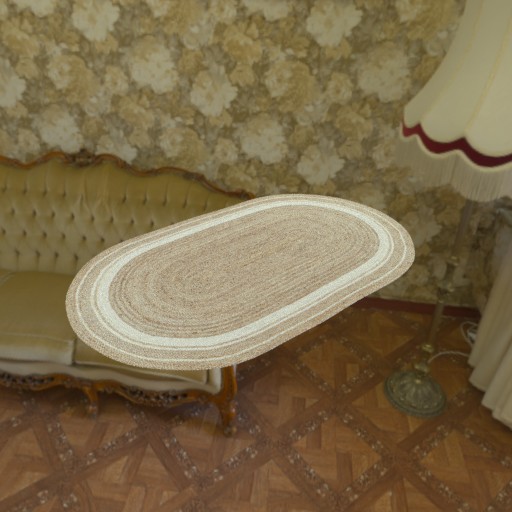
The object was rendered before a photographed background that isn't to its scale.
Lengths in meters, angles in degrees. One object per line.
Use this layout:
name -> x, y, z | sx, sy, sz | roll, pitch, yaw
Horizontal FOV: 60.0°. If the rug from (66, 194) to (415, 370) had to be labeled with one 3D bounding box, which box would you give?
rug -> 0.000, 0.000, 2.963 | 2.432, 0.006, 1.520 | -22, 37, -33
